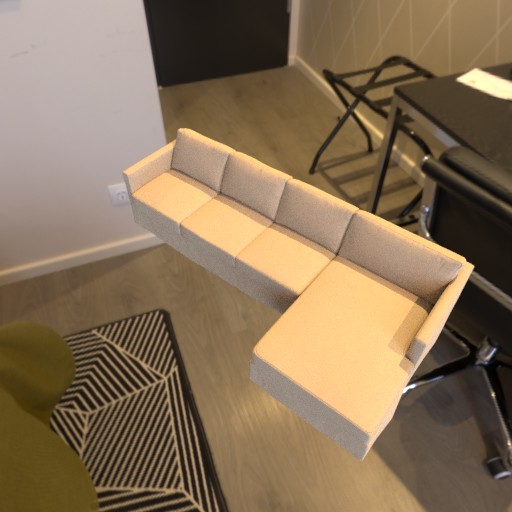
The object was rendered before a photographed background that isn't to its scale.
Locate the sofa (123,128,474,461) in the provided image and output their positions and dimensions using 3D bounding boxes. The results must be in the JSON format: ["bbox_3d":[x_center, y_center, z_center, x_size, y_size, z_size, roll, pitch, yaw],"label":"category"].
[{"bbox_3d":[0.000,0.000,3.919,3.206,0.871,1.622,30,54,25],"label":"sofa"}]
